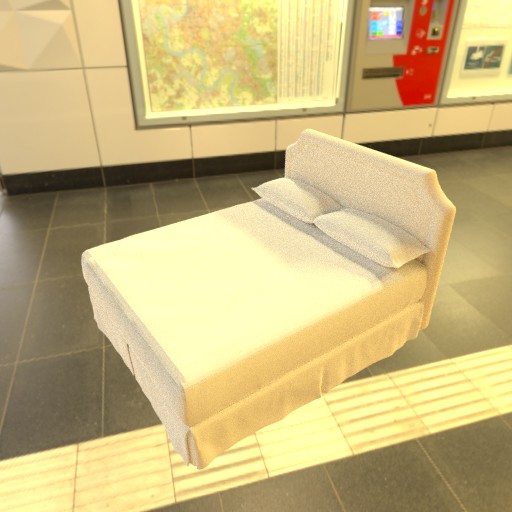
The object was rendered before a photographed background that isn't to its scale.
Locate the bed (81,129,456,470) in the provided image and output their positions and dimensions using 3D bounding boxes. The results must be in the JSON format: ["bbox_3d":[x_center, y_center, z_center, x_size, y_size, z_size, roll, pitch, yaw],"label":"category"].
[{"bbox_3d":[0.000,0.000,3.913,2.548,1.524,2.134,-20,37,-30],"label":"bed"}]
